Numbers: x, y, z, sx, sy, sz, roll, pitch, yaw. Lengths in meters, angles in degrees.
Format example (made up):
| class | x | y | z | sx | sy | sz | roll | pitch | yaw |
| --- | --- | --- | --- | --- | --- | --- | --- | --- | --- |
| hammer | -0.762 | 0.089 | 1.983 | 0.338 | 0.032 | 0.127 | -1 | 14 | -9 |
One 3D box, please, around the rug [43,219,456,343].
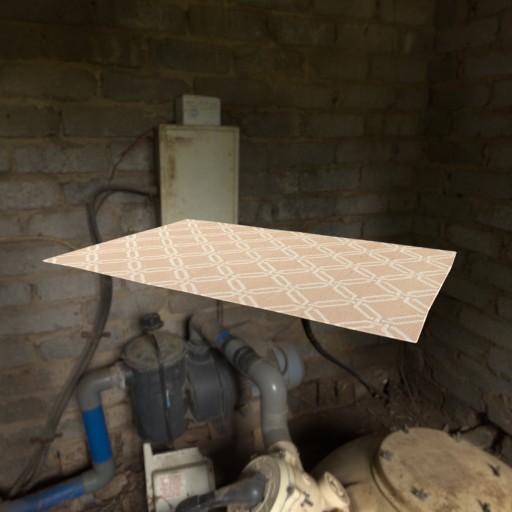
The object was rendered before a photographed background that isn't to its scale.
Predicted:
| class | x | y | z | sx | sy | sz | roll | pitch | yaw |
| --- | --- | --- | --- | --- | --- | --- | --- | --- | --- |
| rug | 0.000 | 0.000 | 2.213 | 1.745 | 0.010 | 1.146 | 9 | 19 | 28 |
